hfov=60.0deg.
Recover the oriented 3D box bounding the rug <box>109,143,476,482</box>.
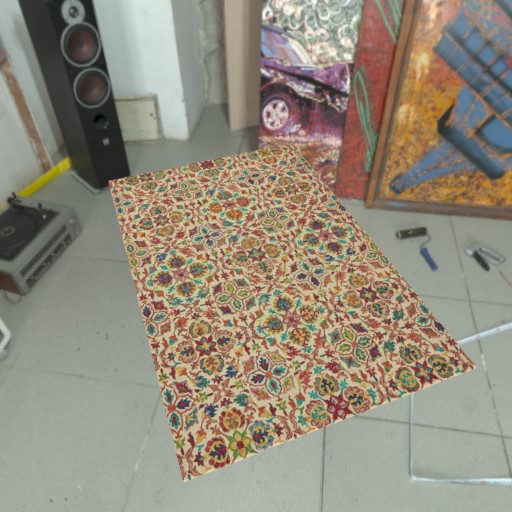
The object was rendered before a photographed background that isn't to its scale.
[{"bbox_3d":[0.000,0.000,2.253,1.226,0.013,1.838,-15,47,-15],"label":"rug"}]
